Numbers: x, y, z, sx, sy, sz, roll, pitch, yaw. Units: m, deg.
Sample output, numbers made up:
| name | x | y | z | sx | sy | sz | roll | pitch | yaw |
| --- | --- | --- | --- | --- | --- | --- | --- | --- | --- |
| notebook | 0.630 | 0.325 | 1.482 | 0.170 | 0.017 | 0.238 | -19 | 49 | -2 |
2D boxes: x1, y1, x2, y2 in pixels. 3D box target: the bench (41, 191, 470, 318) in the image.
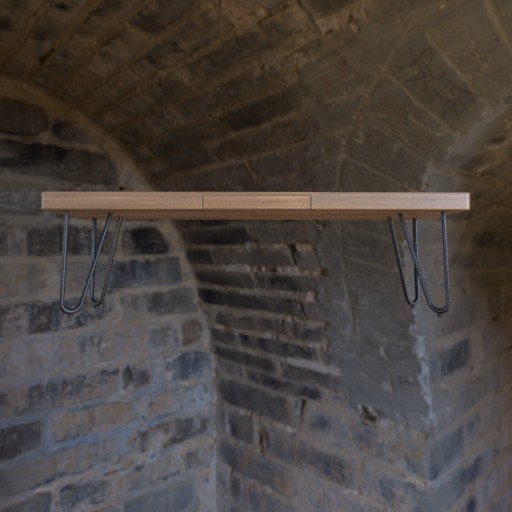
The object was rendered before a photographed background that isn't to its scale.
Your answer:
| name | x | y | z | sx | sy | sz | roll | pitch | yaw |
| --- | --- | --- | --- | --- | --- | --- | --- | --- | --- |
| bench | 0.000 | 0.000 | 1.812 | 1.570 | 0.462 | 0.425 | 0 | 0 | -1 |
